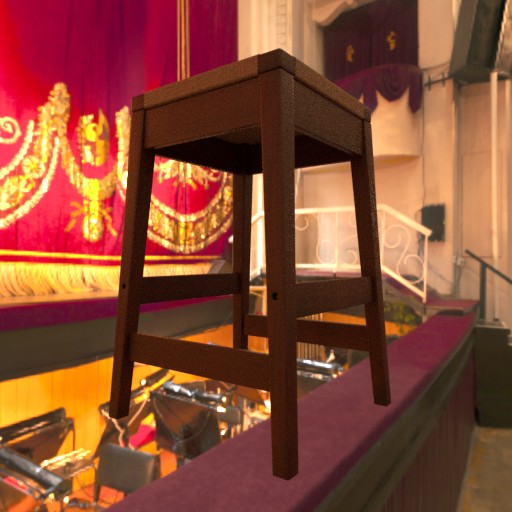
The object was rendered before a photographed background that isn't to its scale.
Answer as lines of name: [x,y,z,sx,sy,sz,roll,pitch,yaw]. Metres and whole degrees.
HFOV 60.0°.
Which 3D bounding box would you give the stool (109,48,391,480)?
stool: [0.000,0.000,1.101,0.507,0.762,0.497,0,0,37]
